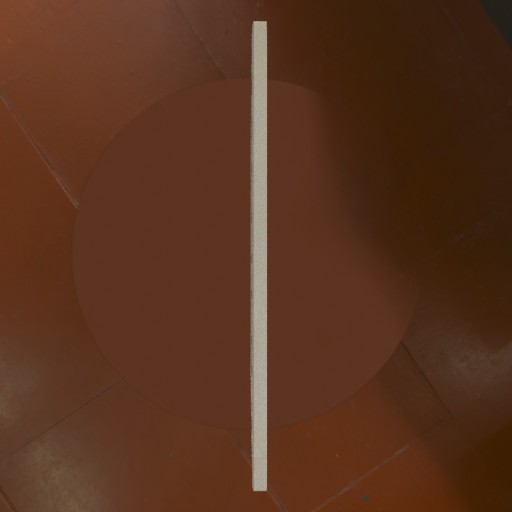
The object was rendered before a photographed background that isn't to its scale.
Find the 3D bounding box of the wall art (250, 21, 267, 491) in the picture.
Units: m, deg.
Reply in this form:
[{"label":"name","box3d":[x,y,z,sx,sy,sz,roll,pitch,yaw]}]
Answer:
[{"label":"wall art","box3d":[0.000,0.000,1.606,0.042,0.912,1.219,0,90,-1]}]
